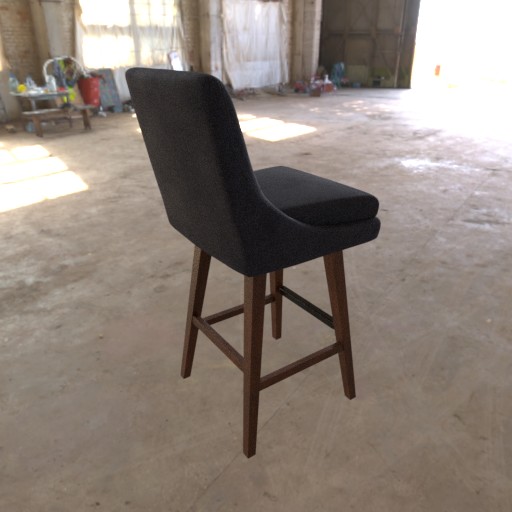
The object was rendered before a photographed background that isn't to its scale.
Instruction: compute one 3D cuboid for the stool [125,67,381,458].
[{"bbox_3d":[0.000,0.000,1.359,0.572,1.068,0.489,-16,30,-31],"label":"stool"}]
